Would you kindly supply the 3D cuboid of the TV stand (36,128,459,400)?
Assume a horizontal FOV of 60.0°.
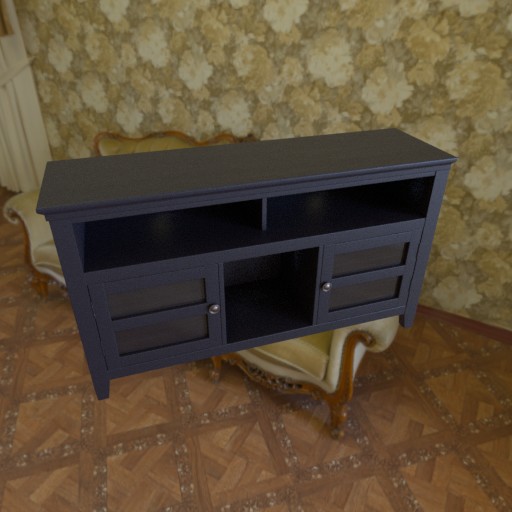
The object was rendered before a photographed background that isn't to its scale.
[{"bbox_3d":[0.000,0.000,1.512,1.198,0.681,0.347,-10,33,-15],"label":"TV stand"}]
